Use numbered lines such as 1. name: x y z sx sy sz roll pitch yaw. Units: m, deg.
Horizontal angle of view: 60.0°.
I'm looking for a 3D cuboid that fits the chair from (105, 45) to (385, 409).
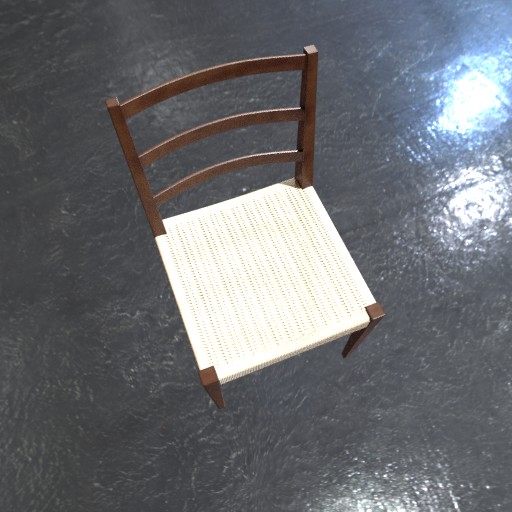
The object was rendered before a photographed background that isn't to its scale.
1. chair: 0.000 0.000 1.188 0.480 0.813 0.551 -19 64 -10
